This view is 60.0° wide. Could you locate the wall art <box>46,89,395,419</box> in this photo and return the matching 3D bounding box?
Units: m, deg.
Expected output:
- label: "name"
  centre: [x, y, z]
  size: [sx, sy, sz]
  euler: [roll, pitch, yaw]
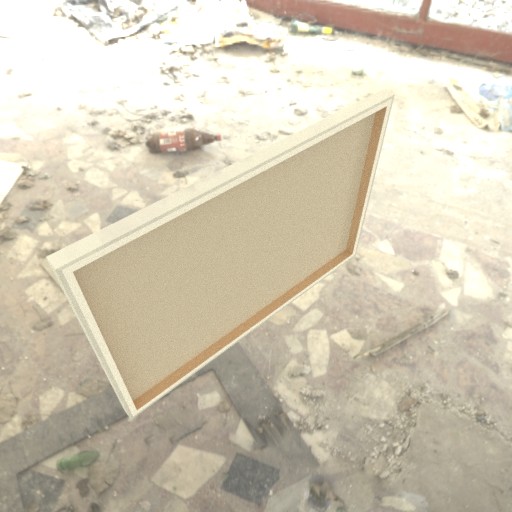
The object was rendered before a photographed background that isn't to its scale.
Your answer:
- label: "wall art"
  centre: [0.000, 0.000, 1.173]
  size: [0.915, 0.610, 0.038]
  euler: [-32, 55, -26]
